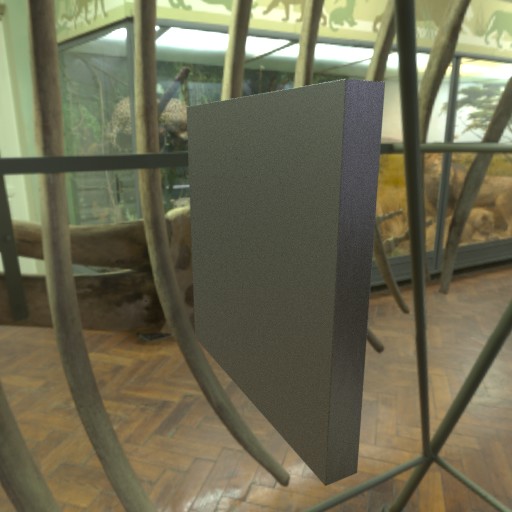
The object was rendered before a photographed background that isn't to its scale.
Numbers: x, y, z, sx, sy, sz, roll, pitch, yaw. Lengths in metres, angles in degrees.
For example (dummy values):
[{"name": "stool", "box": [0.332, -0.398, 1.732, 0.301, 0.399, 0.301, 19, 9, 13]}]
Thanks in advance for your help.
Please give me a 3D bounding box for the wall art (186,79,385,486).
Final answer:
[{"name": "wall art", "box": [0.000, 0.000, 0.519, 0.038, 0.350, 0.350, -8, 17, -26]}]
